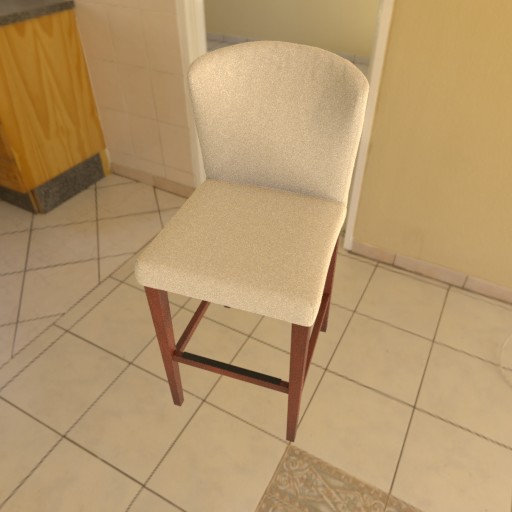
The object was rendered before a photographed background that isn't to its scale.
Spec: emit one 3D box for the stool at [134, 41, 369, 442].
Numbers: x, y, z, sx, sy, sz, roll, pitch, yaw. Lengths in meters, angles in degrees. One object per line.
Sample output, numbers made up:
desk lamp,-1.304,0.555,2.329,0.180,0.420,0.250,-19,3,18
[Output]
stool,0.000,0.000,1.336,0.479,1.069,0.568,12,42,14
